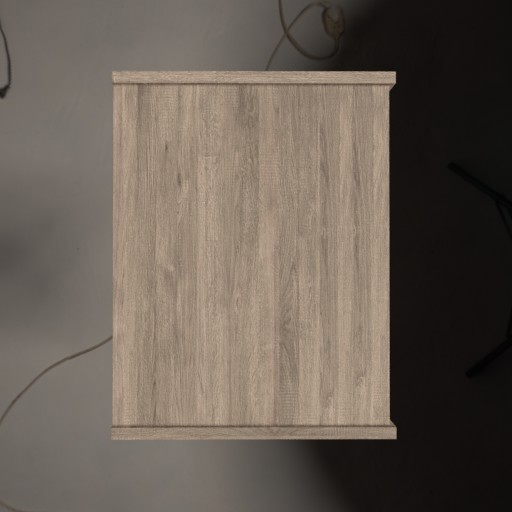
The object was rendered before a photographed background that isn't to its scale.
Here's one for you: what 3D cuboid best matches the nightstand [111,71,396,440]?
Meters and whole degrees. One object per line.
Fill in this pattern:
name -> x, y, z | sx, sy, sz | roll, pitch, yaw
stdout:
nightstand -> 0.000, 0.000, 0.828 | 0.380, 0.500, 0.480 | 0, 90, 0
